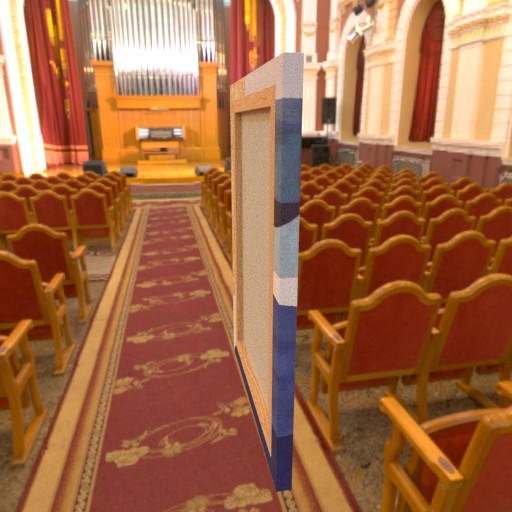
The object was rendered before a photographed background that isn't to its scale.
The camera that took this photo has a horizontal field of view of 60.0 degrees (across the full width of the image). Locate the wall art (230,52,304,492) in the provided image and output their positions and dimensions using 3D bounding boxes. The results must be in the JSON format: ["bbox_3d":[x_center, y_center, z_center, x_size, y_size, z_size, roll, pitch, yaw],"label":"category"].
[{"bbox_3d":[0.000,0.000,0.804,0.026,0.613,0.458,-3,17,-11],"label":"wall art"}]
